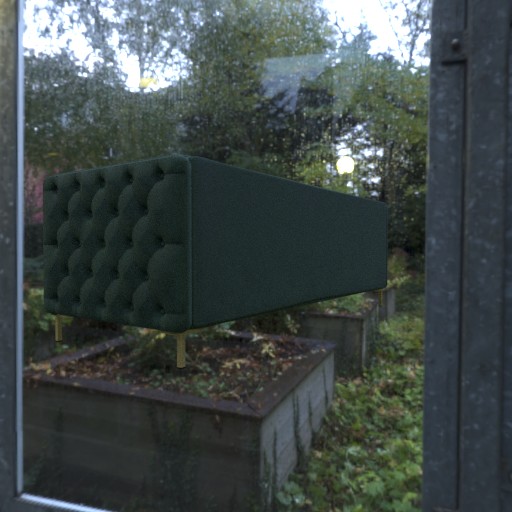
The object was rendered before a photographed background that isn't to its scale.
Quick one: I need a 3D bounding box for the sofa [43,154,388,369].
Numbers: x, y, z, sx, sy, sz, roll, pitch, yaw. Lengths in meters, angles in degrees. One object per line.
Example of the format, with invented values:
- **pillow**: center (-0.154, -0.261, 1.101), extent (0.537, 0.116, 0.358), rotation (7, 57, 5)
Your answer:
- **sofa**: center (0.000, 0.000, 2.657), extent (0.895, 0.771, 2.209), rotation (1, 1, 35)
